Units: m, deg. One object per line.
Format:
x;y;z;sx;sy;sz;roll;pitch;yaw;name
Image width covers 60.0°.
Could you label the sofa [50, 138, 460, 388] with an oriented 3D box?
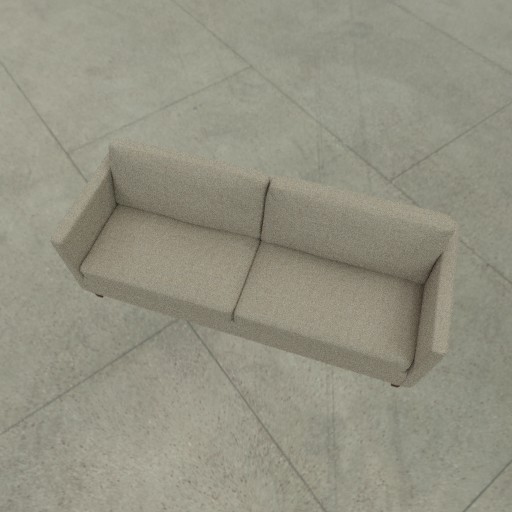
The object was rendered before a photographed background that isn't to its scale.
0.000;0.000;2.989;2.434;0.965;0.951;15;59;9;sofa
